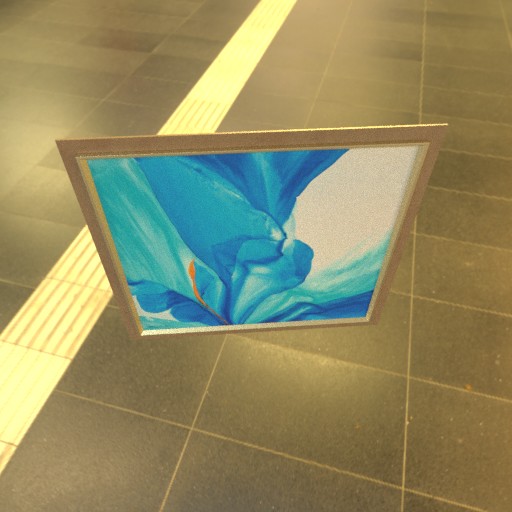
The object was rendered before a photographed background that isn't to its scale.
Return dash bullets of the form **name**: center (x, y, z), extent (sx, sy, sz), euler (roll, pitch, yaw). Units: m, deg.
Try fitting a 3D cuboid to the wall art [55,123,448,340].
- **wall art**: center (0.000, 0.000, 1.702), extent (1.168, 1.067, 0.025), euler (-3, 47, -3)
